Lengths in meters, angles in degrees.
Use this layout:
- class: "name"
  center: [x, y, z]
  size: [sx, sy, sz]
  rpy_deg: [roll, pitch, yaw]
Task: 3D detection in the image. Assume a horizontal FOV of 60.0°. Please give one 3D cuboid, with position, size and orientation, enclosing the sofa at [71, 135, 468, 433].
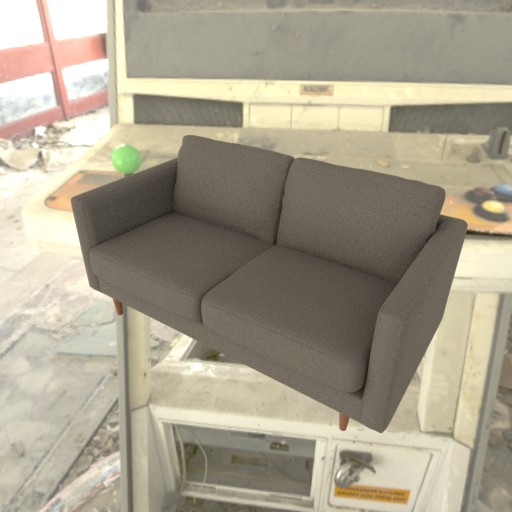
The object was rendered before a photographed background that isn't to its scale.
- class: "sofa"
  center: [0.000, 0.000, 2.211]
  size: [1.713, 0.866, 0.940]
  rpy_deg: [19, 35, 29]
